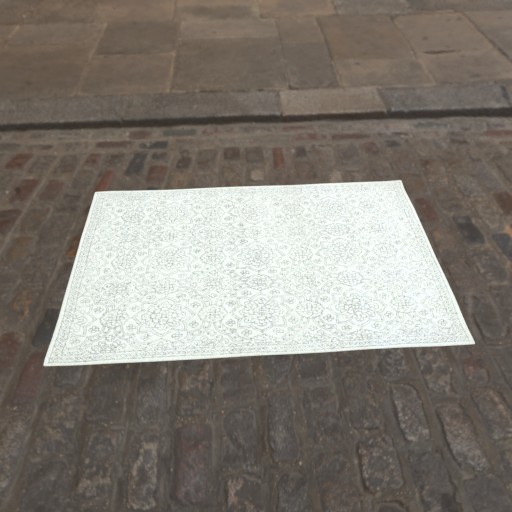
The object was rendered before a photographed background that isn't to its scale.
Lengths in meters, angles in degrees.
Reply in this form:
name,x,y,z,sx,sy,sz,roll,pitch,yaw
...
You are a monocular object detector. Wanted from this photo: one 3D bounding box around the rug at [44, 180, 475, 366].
name,x,y,z,sx,sy,sz,roll,pitch,yaw
rug,0.000,0.000,2.994,2.434,0.023,1.518,-3,47,-2
